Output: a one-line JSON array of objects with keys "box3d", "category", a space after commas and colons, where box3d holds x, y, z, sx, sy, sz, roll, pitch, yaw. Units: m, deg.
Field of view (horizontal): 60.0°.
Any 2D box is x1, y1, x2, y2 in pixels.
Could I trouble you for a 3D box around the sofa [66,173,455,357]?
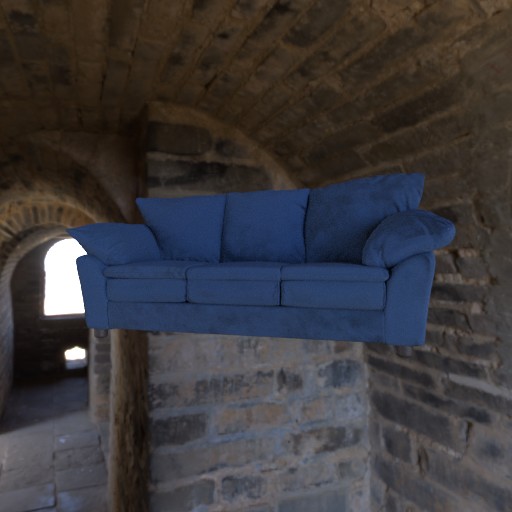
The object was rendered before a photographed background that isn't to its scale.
[{"box3d": [0.000, 0.000, 2.970, 2.390, 1.091, 0.907, 0, -1, 19], "category": "sofa"}]
